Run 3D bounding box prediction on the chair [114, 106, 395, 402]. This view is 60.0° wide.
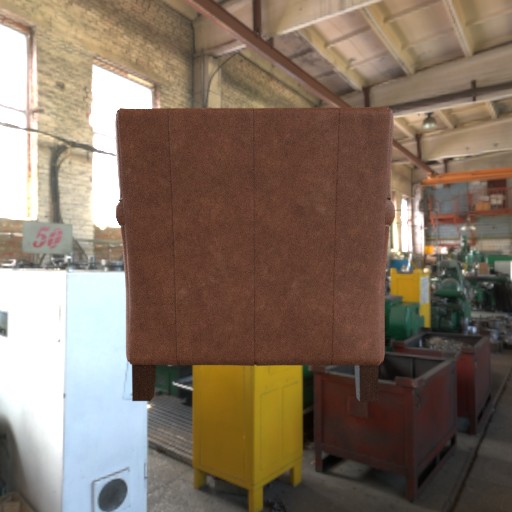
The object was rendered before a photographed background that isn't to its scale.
[{"bbox_3d":[0.000,0.000,1.960,0.986,1.055,1.158,0,-1,1],"label":"chair"}]
